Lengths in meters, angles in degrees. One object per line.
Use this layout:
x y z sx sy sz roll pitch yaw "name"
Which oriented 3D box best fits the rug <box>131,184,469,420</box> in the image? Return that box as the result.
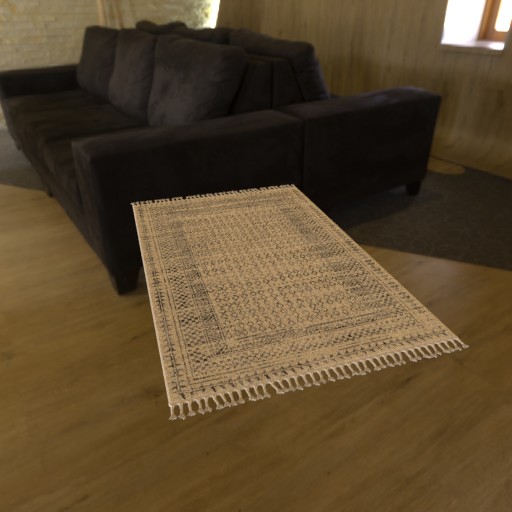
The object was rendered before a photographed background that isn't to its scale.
0.000 0.000 3.102 1.548 0.013 2.486 -9 31 -15 "rug"
